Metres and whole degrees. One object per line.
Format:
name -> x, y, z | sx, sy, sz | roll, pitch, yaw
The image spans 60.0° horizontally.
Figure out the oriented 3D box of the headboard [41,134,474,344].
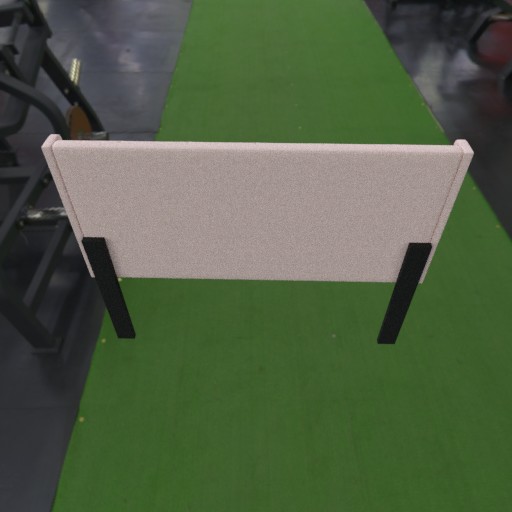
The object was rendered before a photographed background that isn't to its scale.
headboard -> 0.000, 0.000, 2.668 | 2.051, 1.524, 0.184 | 1, 45, 1
